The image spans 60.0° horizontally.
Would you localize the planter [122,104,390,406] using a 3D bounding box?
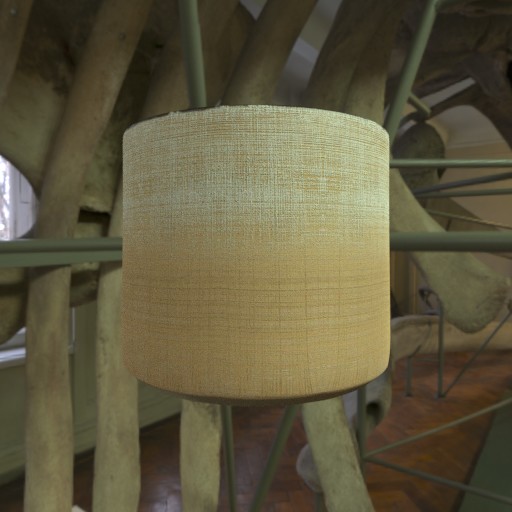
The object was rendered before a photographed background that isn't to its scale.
[{"bbox_3d":[0.000,0.000,0.436,0.254,0.221,0.254,0,2,0],"label":"planter"}]
